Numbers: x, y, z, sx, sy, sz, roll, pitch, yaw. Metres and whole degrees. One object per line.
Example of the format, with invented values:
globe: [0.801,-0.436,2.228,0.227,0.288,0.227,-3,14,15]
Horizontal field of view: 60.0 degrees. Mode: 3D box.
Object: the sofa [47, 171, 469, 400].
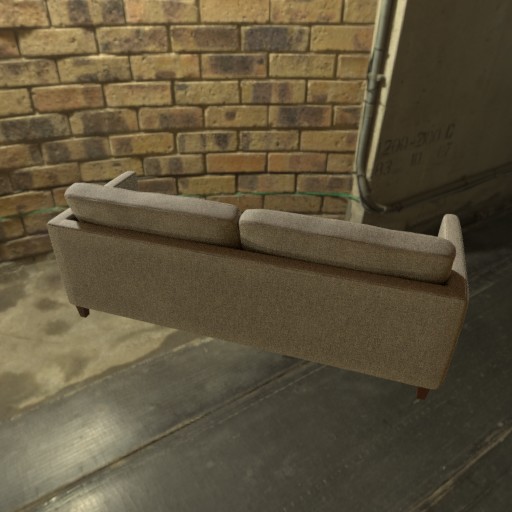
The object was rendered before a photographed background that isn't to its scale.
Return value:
sofa: [0.000,0.000,2.896,2.434,0.951,0.948,10,34,15]
